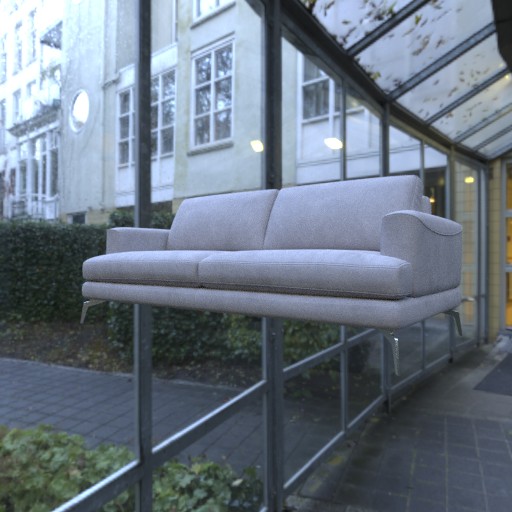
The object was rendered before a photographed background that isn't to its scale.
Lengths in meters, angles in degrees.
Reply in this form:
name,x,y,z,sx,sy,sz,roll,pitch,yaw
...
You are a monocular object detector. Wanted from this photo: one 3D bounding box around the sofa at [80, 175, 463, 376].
name,x,y,z,sx,sy,sz,roll,pitch,yaw
sofa,0.000,0.000,2.529,2.013,0.830,0.980,0,0,37
